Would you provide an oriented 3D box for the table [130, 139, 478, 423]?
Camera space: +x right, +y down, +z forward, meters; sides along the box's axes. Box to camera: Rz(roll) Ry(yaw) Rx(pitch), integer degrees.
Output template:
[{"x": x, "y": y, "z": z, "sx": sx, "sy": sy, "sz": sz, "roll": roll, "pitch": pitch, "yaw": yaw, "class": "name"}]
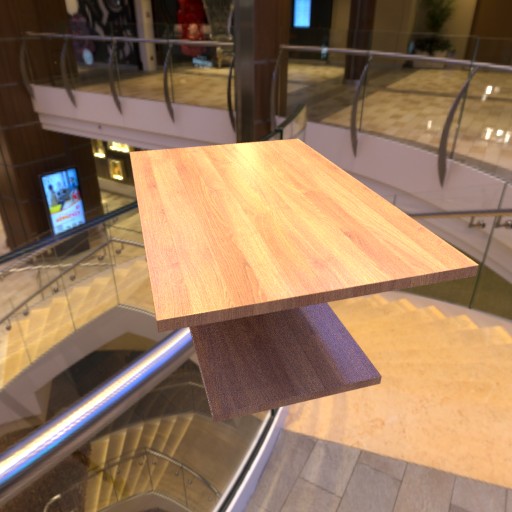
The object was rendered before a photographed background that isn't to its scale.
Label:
[{"x": 0.000, "y": 0.000, "z": 1.458, "sx": 0.700, "sy": 0.442, "sz": 1.100, "roll": -8, "pitch": 31, "yaw": -14, "class": "table"}]
